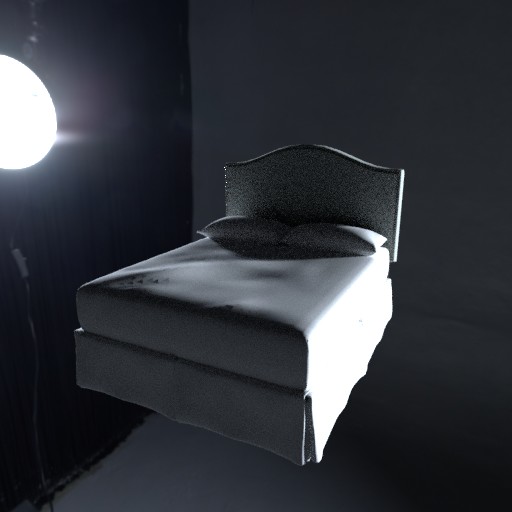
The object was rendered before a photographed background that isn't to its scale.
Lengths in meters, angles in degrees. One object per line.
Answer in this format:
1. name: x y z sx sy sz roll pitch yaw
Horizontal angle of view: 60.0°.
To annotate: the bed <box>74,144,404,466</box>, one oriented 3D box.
1. bed: 0.000 0.000 3.409 1.813 1.607 2.180 8 18 26
